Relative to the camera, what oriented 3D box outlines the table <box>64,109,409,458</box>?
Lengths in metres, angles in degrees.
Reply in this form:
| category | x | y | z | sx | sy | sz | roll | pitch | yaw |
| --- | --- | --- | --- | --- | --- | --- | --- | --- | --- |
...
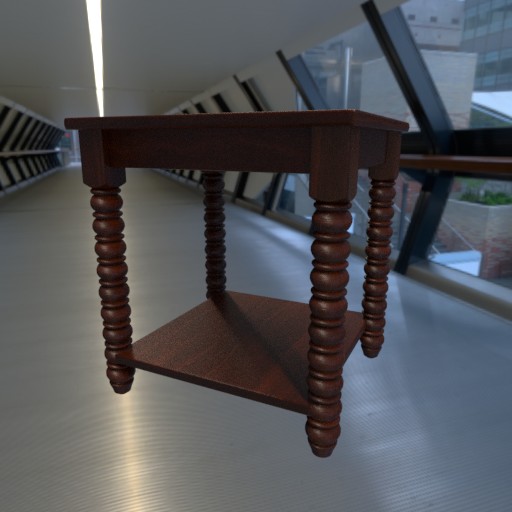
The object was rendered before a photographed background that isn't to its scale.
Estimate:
| category | x | y | z | sx | sy | sz | roll | pitch | yaw |
| --- | --- | --- | --- | --- | --- | --- | --- | --- | --- |
| table | 0.000 | 0.000 | 0.969 | 0.533 | 0.567 | 0.500 | 7 | 16 | 25 |
